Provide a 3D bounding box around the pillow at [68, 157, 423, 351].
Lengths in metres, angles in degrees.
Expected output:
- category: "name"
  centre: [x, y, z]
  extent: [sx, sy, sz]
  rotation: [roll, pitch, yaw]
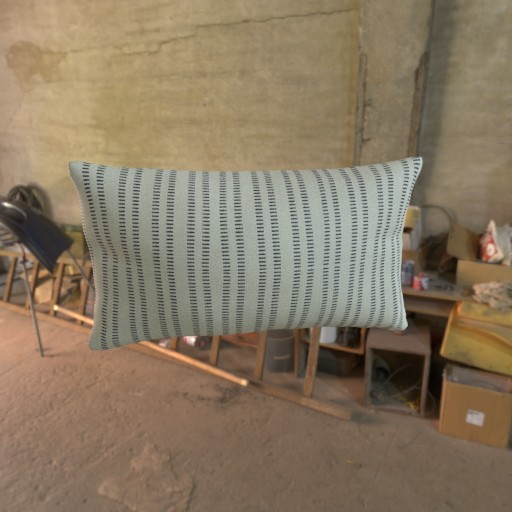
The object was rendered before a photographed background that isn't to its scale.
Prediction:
- category: "pillow"
  centre: [0.000, 0.000, 0.823]
  extent: [0.640, 0.353, 0.210]
  rotation: [-2, 17, -8]
